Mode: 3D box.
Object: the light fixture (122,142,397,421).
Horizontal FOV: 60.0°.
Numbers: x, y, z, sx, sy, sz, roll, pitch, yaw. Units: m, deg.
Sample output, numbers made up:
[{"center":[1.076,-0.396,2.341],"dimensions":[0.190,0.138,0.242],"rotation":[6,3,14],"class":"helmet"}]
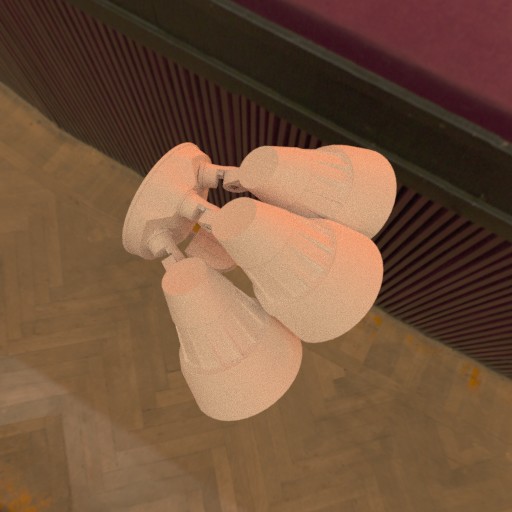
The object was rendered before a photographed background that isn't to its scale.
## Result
[{"center":[0.000,0.000,0.552],"dimensions":[0.278,0.237,0.369],"rotation":[31,77,8],"class":"light fixture"}]
